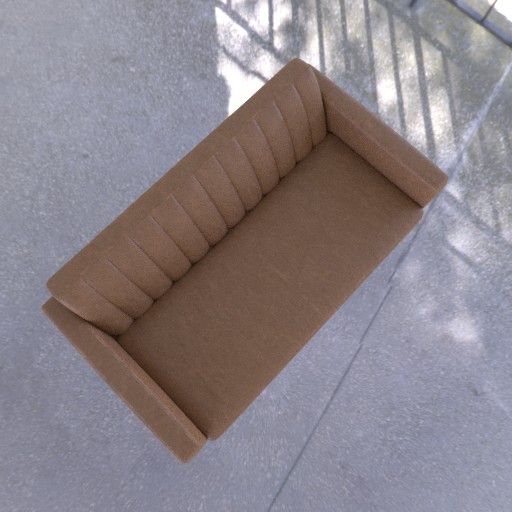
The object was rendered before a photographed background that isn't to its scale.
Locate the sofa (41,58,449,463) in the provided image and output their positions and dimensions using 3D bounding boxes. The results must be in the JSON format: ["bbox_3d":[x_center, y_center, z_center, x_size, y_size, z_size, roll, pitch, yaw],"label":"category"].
[{"bbox_3d":[0.000,0.000,2.326,0.993,0.821,1.847,43,79,10],"label":"sofa"}]
